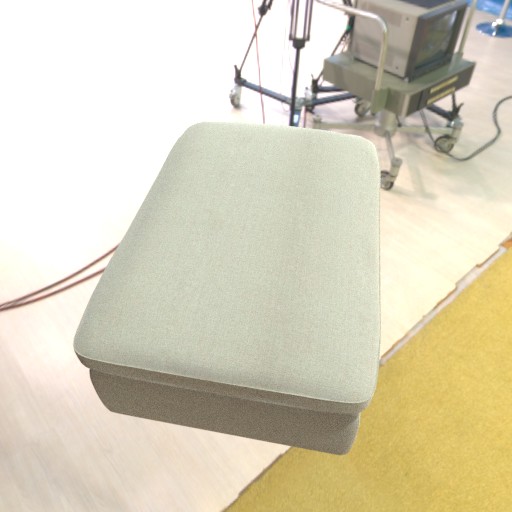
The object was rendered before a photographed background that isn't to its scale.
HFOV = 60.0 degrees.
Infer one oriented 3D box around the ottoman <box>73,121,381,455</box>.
[{"bbox_3d":[0.000,0.000,1.345,0.686,0.453,0.984,8,48,7],"label":"ottoman"}]
